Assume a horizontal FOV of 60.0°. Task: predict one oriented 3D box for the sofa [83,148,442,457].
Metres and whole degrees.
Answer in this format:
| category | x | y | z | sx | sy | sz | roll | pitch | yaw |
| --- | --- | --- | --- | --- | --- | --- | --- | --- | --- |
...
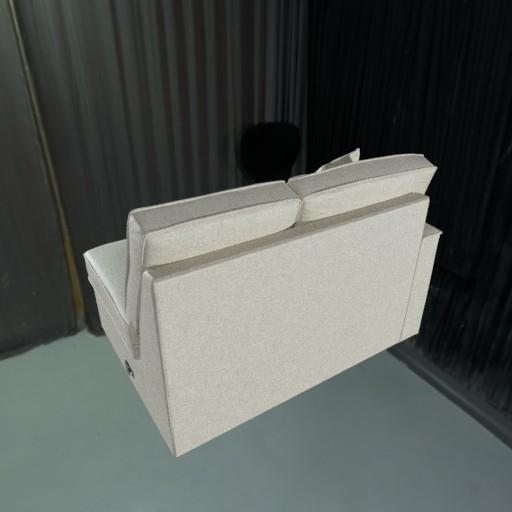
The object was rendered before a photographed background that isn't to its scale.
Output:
| category | x | y | z | sx | sy | sz | roll | pitch | yaw |
| --- | --- | --- | --- | --- | --- | --- | --- | --- | --- |
| sofa | 0.000 | 0.000 | 2.093 | 1.388 | 0.989 | 0.991 | -17 | 33 | -29 |
